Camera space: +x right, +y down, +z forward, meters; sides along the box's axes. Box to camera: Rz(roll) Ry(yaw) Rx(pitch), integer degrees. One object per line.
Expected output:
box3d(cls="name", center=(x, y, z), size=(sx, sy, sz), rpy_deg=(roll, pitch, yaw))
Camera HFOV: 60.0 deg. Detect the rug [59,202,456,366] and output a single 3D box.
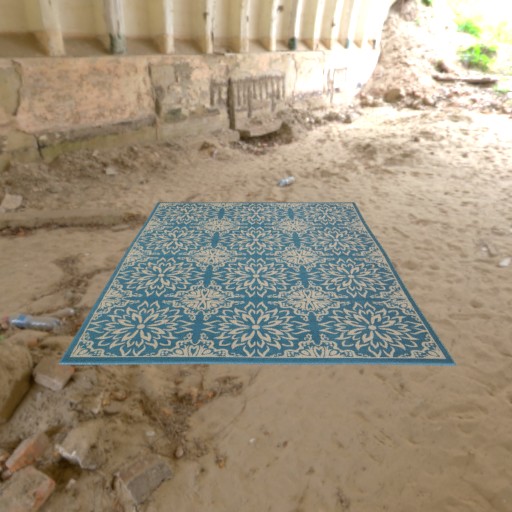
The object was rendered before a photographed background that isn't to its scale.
box3d(cls="rug", center=(0.000, 0.000, 3.931), size=(2.350, 0.018, 2.964), rpy_deg=(0, 25, 0))
